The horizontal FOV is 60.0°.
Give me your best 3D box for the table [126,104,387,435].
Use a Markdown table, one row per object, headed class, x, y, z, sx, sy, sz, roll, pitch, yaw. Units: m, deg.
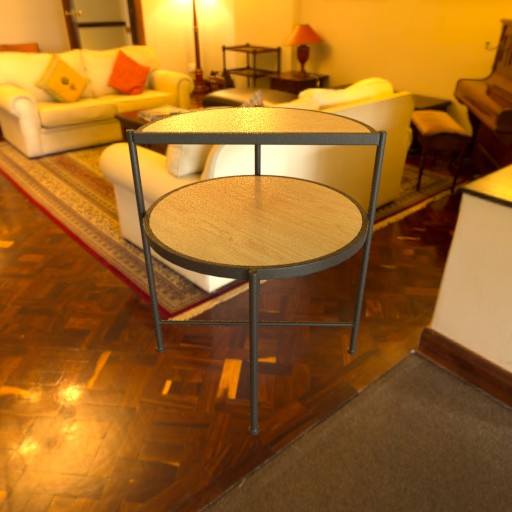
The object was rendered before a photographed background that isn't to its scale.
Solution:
| class | x | y | z | sx | sy | sz | roll | pitch | yaw |
| --- | --- | --- | --- | --- | --- | --- | --- | --- | --- |
| table | 0.000 | 0.000 | 1.220 | 0.629 | 0.684 | 0.628 | 0 | 30 | 1 |
